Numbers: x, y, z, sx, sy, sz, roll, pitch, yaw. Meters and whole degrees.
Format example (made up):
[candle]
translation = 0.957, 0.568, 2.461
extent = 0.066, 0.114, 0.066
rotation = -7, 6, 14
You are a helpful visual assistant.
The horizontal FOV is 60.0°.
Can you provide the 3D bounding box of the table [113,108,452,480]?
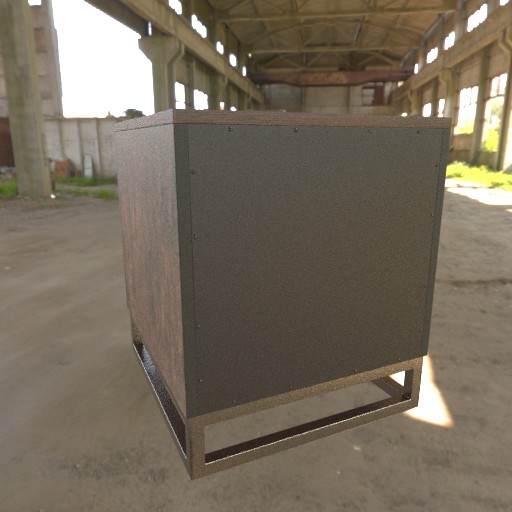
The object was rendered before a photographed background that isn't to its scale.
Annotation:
[table]
translation = 0.000, 0.000, 1.001
extent = 0.506, 0.582, 0.566
rotation = -7, 16, -24
